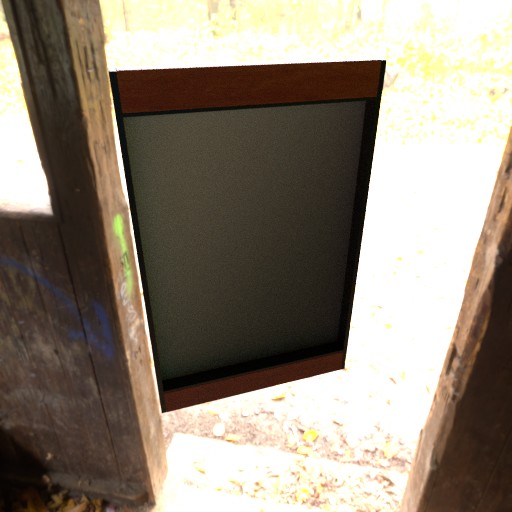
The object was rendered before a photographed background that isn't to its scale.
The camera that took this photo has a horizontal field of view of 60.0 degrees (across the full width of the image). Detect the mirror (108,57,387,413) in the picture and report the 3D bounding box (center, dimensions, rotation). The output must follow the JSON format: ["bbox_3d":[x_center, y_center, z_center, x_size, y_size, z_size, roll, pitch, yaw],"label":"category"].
[{"bbox_3d":[0.000,0.000,1.024,0.525,0.823,0.047,-9,31,-15],"label":"mirror"}]
